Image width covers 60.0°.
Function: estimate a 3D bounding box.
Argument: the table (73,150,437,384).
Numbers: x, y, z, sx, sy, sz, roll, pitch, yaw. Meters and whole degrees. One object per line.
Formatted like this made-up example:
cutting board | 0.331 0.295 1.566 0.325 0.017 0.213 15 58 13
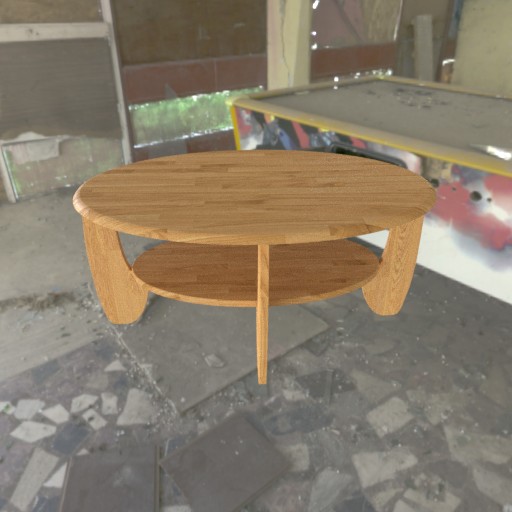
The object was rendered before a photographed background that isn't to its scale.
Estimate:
table | 0.000 0.000 1.407 1.040 0.490 0.690 -1 30 -3
